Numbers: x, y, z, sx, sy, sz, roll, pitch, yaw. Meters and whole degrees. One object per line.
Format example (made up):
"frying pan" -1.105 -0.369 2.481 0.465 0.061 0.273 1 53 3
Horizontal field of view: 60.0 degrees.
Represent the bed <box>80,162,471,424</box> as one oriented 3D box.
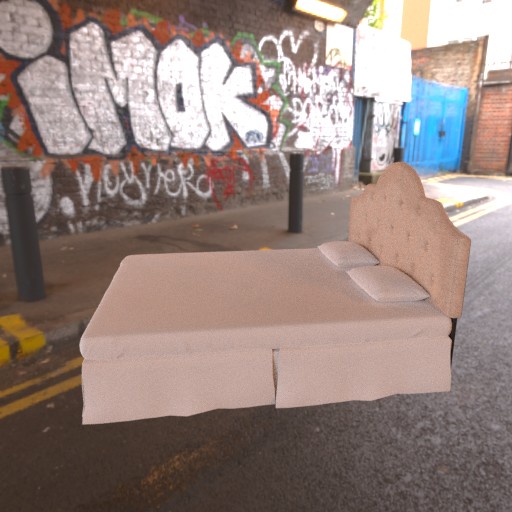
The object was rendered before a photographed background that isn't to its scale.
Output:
"bed" 0.000 0.000 2.902 1.970 1.194 1.667 -2 15 -8
